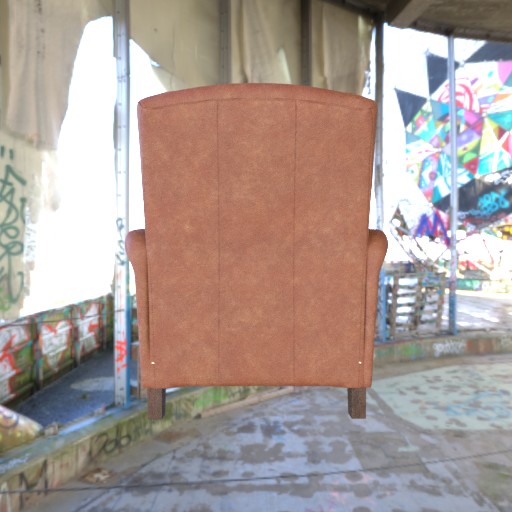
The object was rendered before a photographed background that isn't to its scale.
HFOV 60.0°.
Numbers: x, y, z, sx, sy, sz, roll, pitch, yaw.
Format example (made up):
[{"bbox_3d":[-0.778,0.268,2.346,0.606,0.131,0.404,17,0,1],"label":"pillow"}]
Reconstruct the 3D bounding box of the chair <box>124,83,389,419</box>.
[{"bbox_3d":[0.000,0.000,1.772,0.978,1.061,0.902,0,0,-1],"label":"chair"}]
